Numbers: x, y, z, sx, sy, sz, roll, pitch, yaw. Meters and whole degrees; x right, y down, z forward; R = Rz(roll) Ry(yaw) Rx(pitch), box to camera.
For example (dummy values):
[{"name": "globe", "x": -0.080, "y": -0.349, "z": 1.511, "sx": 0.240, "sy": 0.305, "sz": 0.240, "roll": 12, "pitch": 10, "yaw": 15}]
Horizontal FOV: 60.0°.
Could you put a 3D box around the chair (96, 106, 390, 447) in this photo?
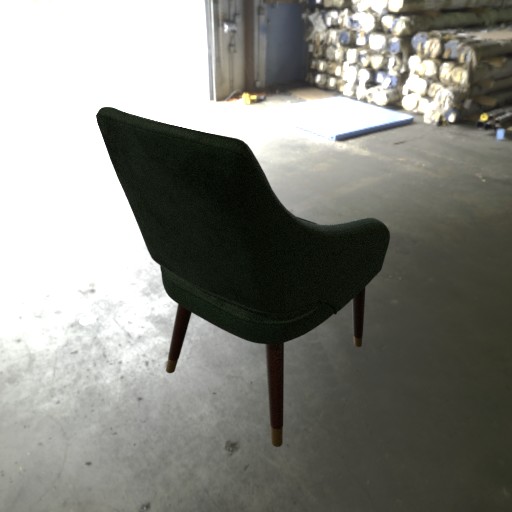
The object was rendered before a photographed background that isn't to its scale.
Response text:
[{"name": "chair", "x": 0.000, "y": 0.000, "z": 1.514, "sx": 0.683, "sy": 1.081, "sz": 0.794, "roll": 23, "pitch": 39, "yaw": 31}]
